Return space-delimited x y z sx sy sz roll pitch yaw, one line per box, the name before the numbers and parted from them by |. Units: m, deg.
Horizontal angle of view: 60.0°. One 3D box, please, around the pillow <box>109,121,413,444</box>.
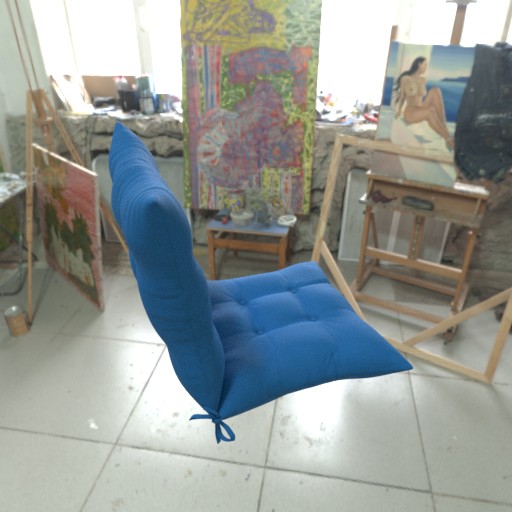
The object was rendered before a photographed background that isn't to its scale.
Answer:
pillow | 0.000 0.000 1.012 0.585 0.536 0.541 -10 31 -17
